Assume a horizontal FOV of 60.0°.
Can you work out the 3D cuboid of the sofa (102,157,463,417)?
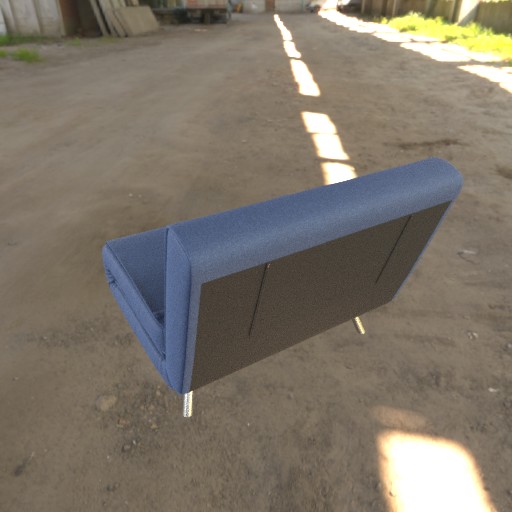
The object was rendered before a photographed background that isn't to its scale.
[{"bbox_3d":[0.000,0.000,1.762,0.999,0.860,0.996,-18,35,-27],"label":"sofa"}]
